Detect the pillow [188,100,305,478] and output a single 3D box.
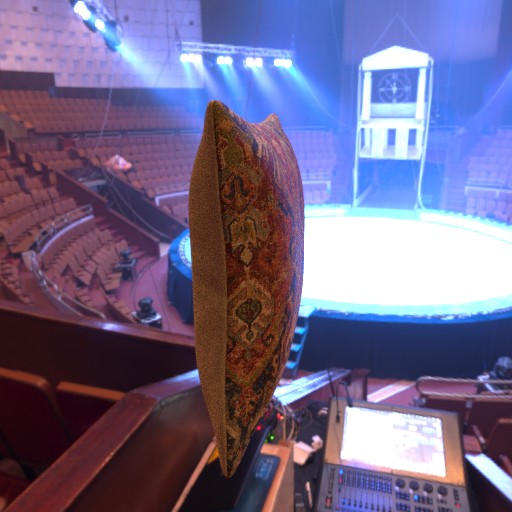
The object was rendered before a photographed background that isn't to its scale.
[{"bbox_3d":[0.000,0.000,0.799,0.166,0.506,0.523,3,16,10],"label":"pillow"}]
